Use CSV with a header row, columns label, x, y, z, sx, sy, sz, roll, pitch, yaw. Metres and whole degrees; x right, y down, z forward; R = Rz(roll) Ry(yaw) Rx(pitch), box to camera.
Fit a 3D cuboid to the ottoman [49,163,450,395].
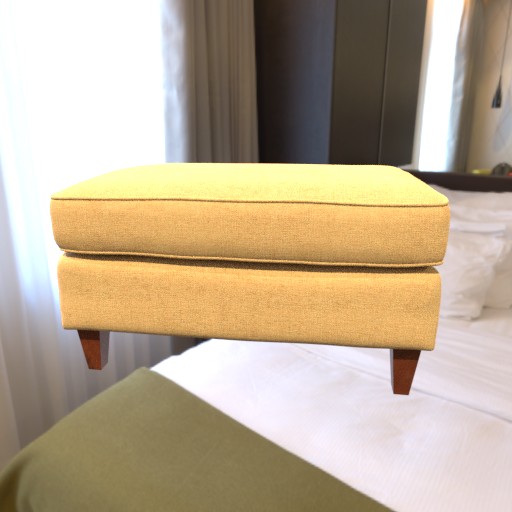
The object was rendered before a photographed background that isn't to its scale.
label,x,y,z,sx,sy,sz,roll,pitch,yaw
ottoman,0.000,0.000,1.217,0.862,0.484,0.583,2,17,8
